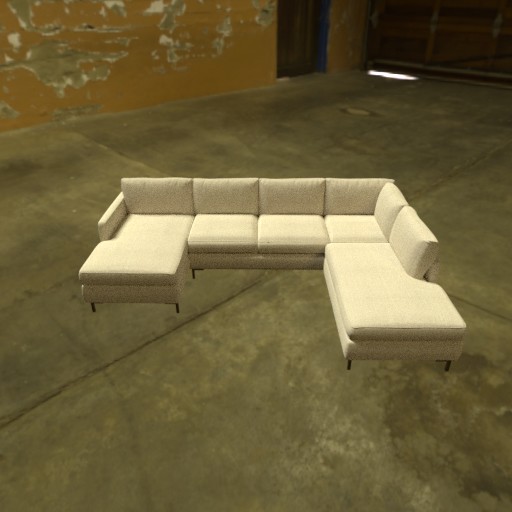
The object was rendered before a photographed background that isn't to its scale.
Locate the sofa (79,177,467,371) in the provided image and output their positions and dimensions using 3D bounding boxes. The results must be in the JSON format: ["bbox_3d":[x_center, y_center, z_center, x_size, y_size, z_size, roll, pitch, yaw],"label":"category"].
[{"bbox_3d":[0.000,0.000,3.628,2.737,0.756,1.879,0,30,1],"label":"sofa"}]
